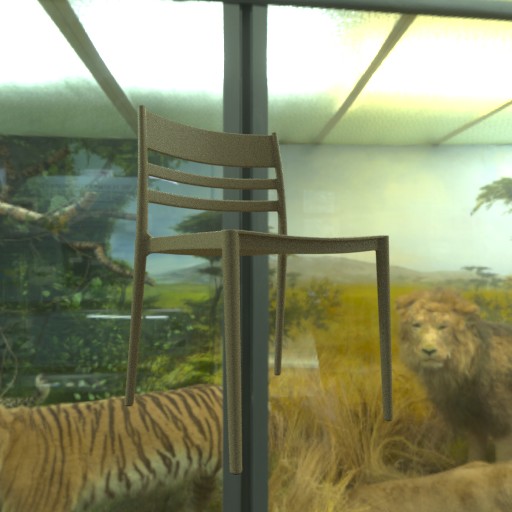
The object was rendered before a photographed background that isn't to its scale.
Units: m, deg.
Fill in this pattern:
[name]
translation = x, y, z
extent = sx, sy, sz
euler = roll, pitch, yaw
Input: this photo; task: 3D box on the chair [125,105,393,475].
[chair]
translation = 0.000, 0.000, 1.149
extent = 0.531, 0.800, 0.511
euler = 0, 0, -36
